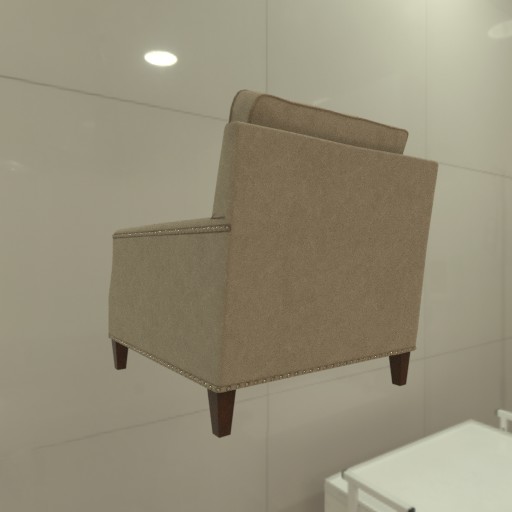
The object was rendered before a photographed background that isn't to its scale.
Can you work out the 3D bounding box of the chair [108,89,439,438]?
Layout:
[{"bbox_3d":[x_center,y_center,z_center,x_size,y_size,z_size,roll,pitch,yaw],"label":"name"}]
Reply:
[{"bbox_3d":[0.000,0.000,1.708,0.853,0.943,1.014,-1,1,-36],"label":"chair"}]
